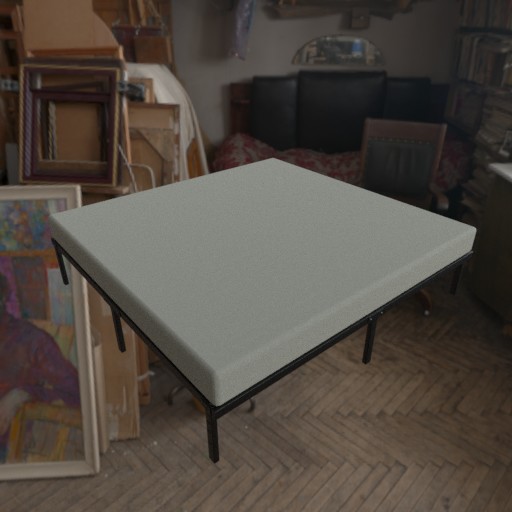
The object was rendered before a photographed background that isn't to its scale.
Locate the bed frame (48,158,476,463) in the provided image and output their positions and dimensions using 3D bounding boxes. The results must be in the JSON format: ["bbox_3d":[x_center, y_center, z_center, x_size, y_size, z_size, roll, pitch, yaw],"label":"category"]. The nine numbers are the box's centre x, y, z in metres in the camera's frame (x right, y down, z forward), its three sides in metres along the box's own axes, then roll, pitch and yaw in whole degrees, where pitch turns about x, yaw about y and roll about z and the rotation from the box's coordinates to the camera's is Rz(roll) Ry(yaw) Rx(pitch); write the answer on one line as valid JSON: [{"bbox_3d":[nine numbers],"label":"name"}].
[{"bbox_3d":[0.000,0.000,3.857,2.635,0.680,2.526,-22,36,-34],"label":"bed frame"}]
